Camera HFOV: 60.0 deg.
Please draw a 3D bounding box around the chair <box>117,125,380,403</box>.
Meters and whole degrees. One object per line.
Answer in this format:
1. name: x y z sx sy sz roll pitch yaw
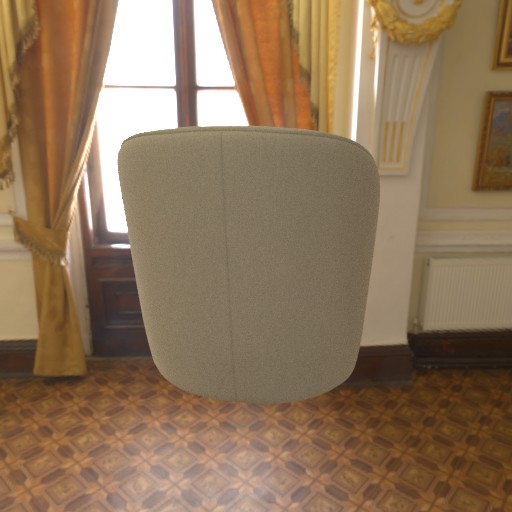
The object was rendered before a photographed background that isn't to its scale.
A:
1. chair: 0.000 0.000 1.441 0.747 0.799 0.875 2 16 9
